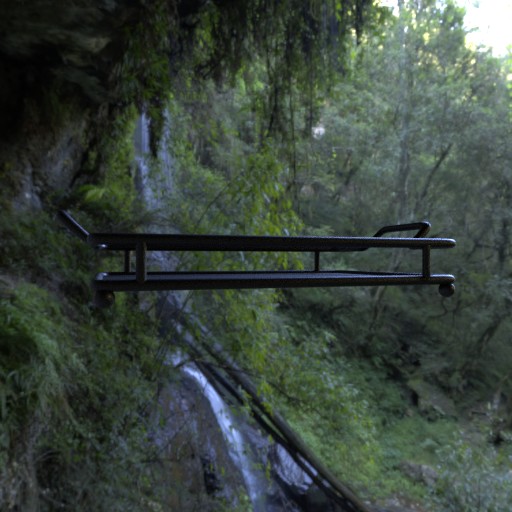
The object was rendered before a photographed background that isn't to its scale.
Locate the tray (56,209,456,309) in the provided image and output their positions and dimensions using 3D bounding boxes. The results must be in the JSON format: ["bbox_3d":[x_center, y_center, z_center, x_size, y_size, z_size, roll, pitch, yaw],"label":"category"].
[{"bbox_3d":[0.000,0.000,0.607,0.495,0.101,0.297,0,-1,-19],"label":"tray"}]
